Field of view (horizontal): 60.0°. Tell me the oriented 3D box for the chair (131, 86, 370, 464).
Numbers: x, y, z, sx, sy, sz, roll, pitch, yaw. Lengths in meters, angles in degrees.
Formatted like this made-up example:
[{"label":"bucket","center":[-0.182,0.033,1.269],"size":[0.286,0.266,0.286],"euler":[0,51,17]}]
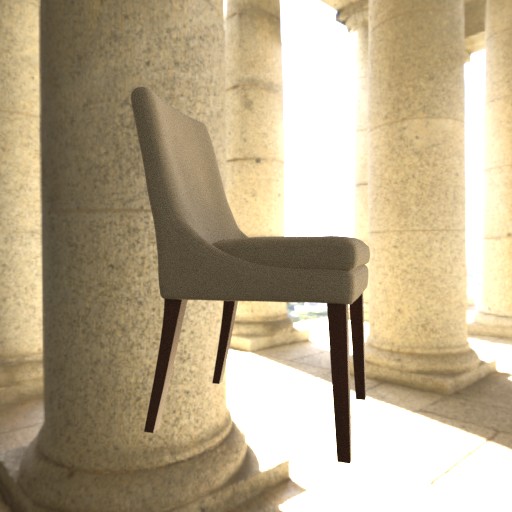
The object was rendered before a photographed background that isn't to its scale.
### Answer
[{"label":"chair","center":[0.000,0.000,1.325],"size":[0.638,0.940,0.515],"euler":[0,1,18]}]
